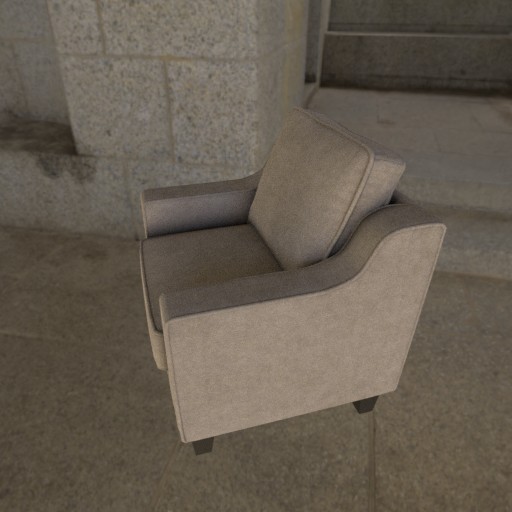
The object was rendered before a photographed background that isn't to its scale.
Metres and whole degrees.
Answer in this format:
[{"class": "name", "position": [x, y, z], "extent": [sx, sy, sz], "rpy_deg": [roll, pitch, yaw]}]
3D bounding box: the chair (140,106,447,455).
[{"class": "chair", "position": [0.000, 0.000, 1.646], "extent": [0.840, 0.944, 0.926], "rpy_deg": [-8, 31, -14]}]
